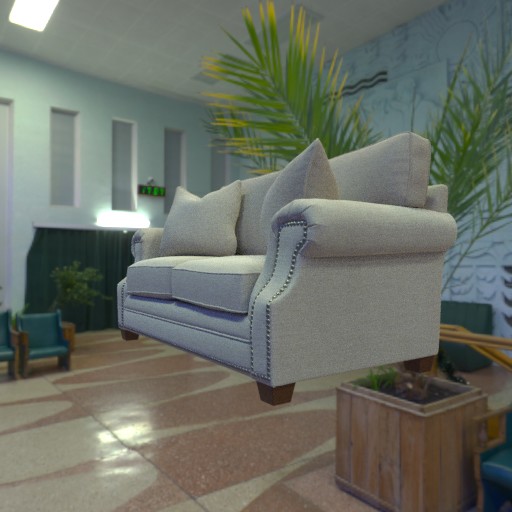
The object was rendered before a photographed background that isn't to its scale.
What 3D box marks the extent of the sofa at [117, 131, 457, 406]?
[{"bbox_3d":[0.000,0.000,2.251,0.966,0.966,1.701,1,-1,-34],"label":"sofa"}]
